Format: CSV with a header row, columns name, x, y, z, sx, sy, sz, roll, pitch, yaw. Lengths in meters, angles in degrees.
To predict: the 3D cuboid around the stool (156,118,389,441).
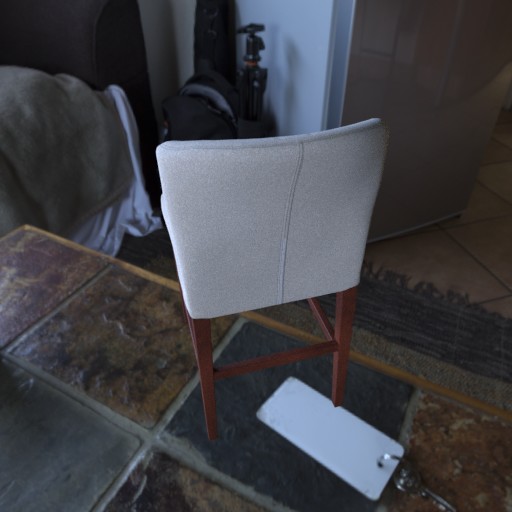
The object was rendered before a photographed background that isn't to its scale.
name,x,y,z,sx,sy,sz,roll,pitch,yaw
stool,0.000,0.000,1.281,0.479,0.968,0.568,-10,41,-12
